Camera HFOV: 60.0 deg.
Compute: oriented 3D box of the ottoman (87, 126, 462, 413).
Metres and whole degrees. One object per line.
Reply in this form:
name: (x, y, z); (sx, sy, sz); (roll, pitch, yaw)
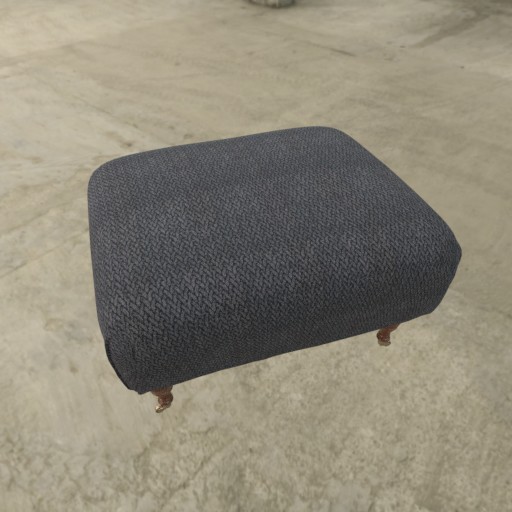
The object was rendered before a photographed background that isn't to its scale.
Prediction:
ottoman: (0.000, 0.000, 1.112); (0.747, 0.450, 0.622); (-12, 42, -14)
